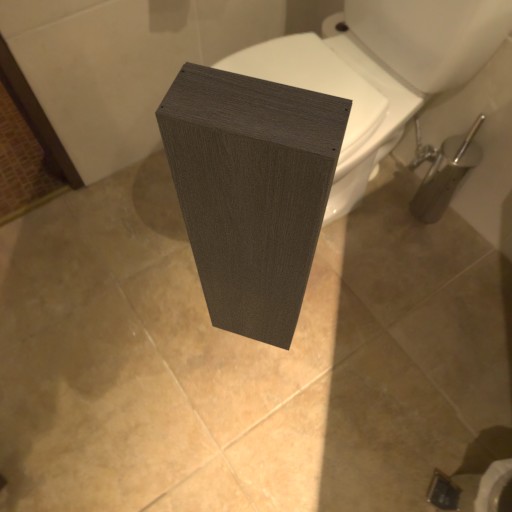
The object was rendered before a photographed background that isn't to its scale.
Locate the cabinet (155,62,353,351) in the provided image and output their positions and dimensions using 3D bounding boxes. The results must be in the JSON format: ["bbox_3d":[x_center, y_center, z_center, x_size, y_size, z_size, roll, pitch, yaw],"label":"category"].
[{"bbox_3d":[0.000,0.000,2.006,0.500,1.790,0.230,16,64,8],"label":"cabinet"}]
